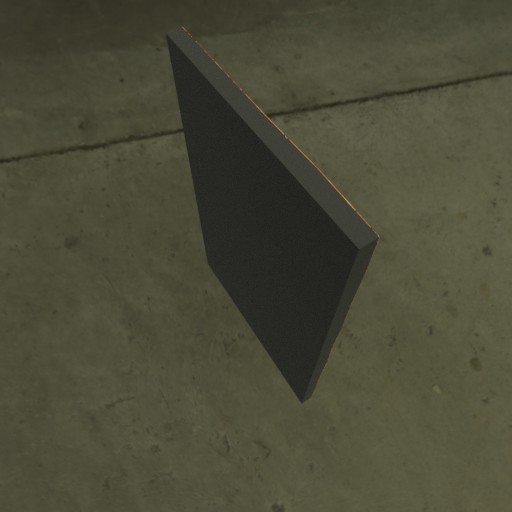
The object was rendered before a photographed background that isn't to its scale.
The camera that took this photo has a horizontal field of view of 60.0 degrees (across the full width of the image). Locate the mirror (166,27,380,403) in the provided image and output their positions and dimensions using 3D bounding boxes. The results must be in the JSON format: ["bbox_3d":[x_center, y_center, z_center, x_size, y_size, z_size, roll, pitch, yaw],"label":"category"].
[{"bbox_3d":[0.000,0.000,1.148,0.044,0.912,0.606,-28,63,-16],"label":"mirror"}]
